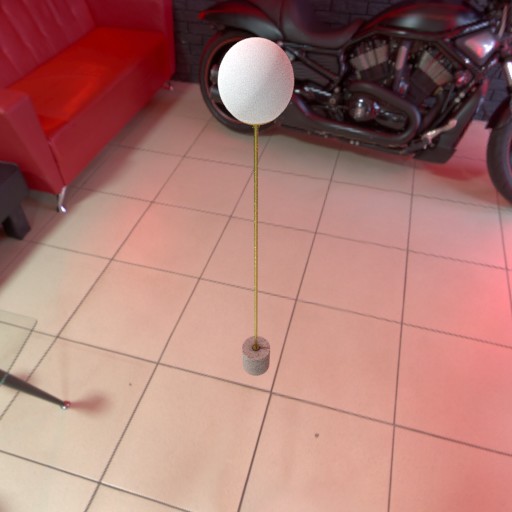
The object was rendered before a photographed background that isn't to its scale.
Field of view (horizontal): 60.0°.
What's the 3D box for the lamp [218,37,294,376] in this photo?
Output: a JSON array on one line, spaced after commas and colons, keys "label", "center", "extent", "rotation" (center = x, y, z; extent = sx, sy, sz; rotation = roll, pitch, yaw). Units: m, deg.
[{"label": "lamp", "center": [0.000, 0.000, 1.876], "extent": [0.229, 1.748, 0.229], "rotation": [-32, 54, -27]}]
